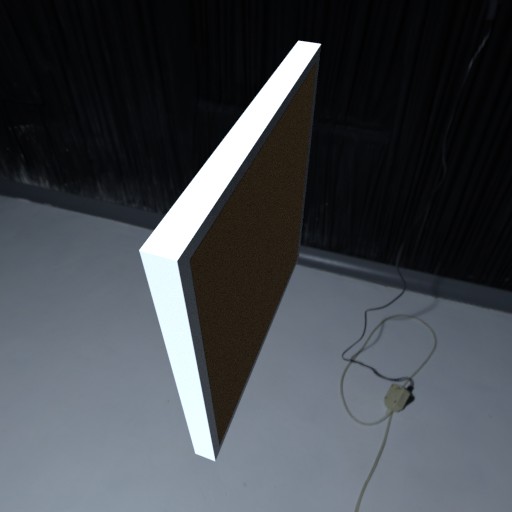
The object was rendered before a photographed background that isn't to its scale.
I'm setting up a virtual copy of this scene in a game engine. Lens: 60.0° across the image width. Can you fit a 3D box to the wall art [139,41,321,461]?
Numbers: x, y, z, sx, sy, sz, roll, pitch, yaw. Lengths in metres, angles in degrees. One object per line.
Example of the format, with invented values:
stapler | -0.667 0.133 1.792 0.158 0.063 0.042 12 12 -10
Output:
wall art | 0.000 0.000 0.740 0.038 0.506 0.506 15 49 14
